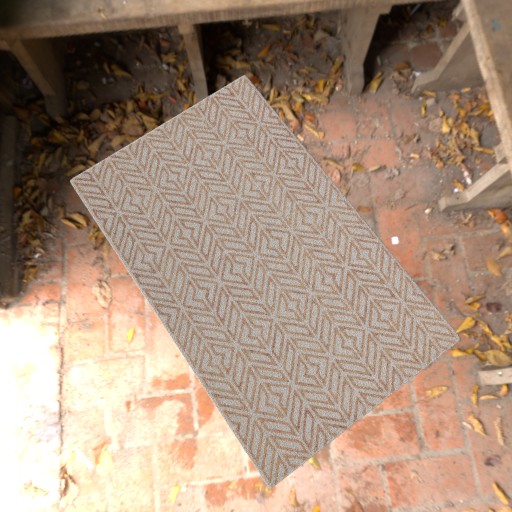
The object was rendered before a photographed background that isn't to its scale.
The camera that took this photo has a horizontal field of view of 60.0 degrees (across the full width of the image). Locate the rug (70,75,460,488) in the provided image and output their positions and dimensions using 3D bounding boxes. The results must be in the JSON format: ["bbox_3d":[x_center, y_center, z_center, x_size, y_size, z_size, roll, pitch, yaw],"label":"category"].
[{"bbox_3d":[0.000,0.000,3.002,1.523,0.008,2.438,-34,77,-9],"label":"rug"}]
